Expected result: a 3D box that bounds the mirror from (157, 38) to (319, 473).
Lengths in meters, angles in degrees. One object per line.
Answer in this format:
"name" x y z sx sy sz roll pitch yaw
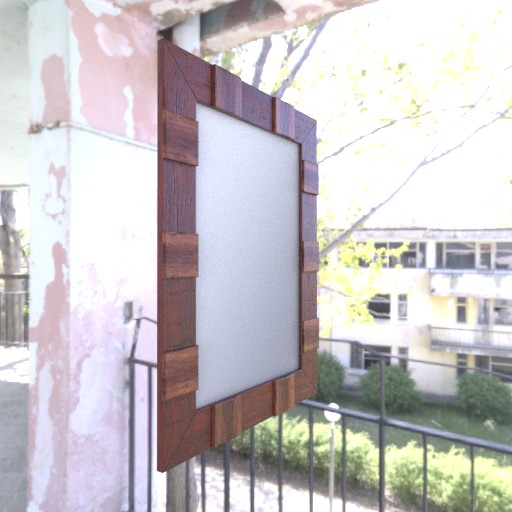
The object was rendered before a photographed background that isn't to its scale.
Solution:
"mirror" 0.000 0.000 1.065 0.021 0.805 0.600 0 0 36
